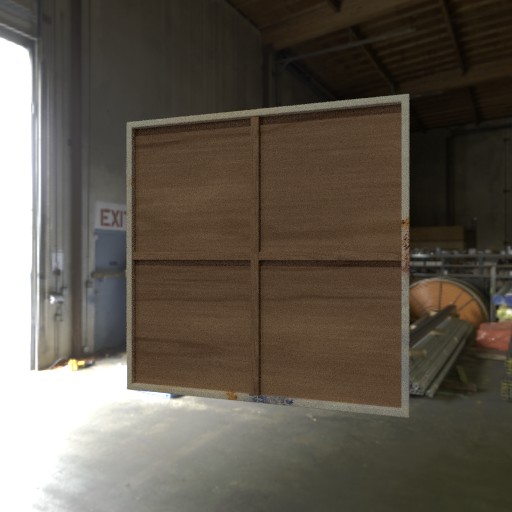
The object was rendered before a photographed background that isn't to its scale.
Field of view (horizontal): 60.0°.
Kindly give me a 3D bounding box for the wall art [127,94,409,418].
[{"bbox_3d":[0.000,0.000,1.361,0.889,0.889,0.038,0,0,17],"label":"wall art"}]
